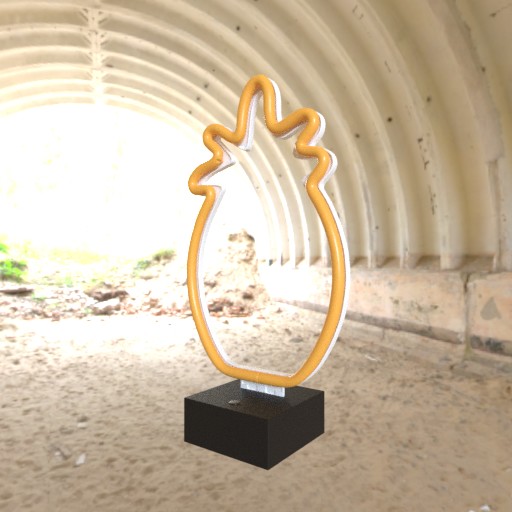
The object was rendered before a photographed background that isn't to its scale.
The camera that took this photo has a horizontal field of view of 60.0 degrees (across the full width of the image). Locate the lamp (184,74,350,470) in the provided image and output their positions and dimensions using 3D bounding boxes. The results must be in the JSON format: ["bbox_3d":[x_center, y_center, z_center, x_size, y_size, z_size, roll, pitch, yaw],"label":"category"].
[{"bbox_3d":[0.000,0.000,0.389,0.167,0.317,0.088,0,-1,36],"label":"lamp"}]
